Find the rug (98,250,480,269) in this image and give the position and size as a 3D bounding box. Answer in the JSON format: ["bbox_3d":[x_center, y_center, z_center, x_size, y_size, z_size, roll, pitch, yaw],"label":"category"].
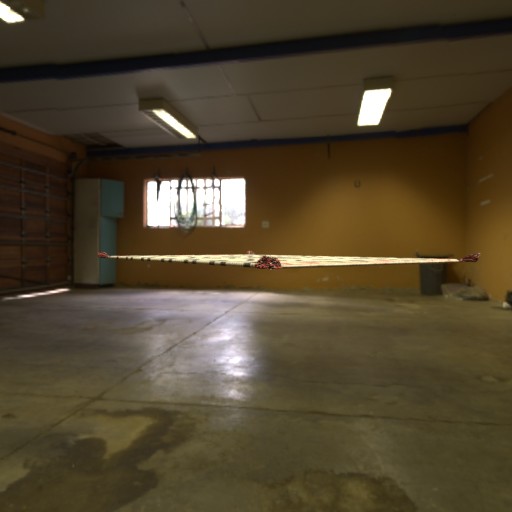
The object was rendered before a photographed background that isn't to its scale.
[{"bbox_3d":[0.000,0.000,3.440,1.741,0.066,2.672,-1,1,-35],"label":"rug"}]
